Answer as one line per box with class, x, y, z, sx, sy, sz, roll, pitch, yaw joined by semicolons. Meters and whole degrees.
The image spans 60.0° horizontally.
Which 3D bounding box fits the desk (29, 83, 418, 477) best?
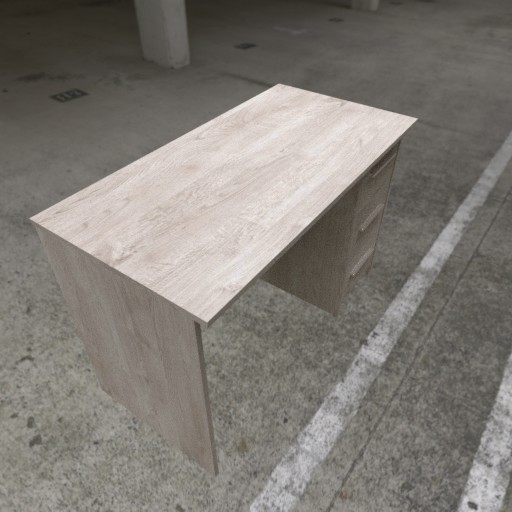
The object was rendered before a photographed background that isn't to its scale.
desk;0.000;0.000;1.523;0.560;0.735;1.097;25;47;26
